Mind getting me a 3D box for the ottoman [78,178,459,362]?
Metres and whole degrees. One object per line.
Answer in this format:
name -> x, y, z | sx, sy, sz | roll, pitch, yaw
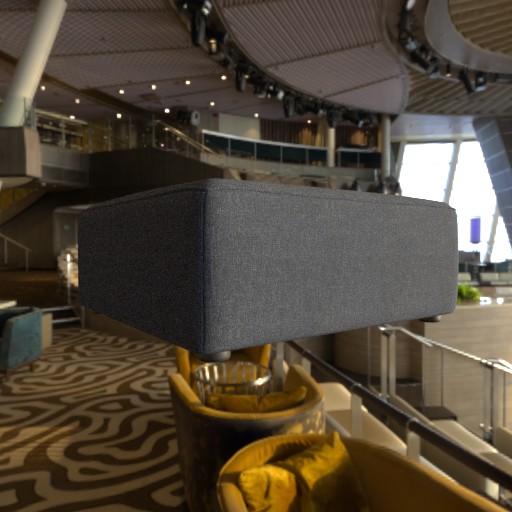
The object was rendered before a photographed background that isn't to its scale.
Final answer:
ottoman -> 0.000, 0.000, 1.593 | 1.000, 0.439, 1.000 | -1, 2, -36
